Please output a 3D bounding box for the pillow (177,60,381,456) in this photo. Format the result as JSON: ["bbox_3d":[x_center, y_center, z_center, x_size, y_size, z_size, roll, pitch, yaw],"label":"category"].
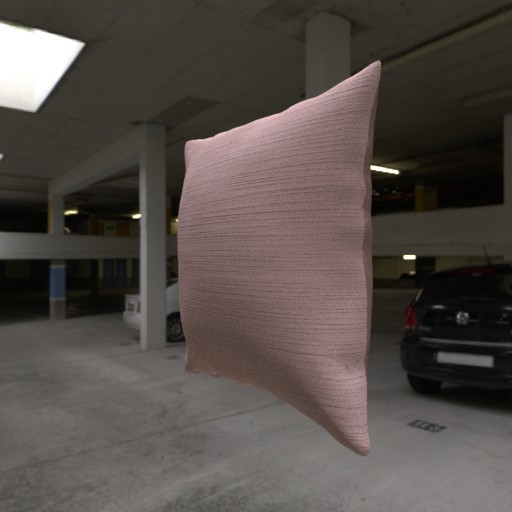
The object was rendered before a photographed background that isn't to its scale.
[{"bbox_3d":[0.000,0.000,0.703,0.175,0.464,0.470,0,0,-37],"label":"pillow"}]
